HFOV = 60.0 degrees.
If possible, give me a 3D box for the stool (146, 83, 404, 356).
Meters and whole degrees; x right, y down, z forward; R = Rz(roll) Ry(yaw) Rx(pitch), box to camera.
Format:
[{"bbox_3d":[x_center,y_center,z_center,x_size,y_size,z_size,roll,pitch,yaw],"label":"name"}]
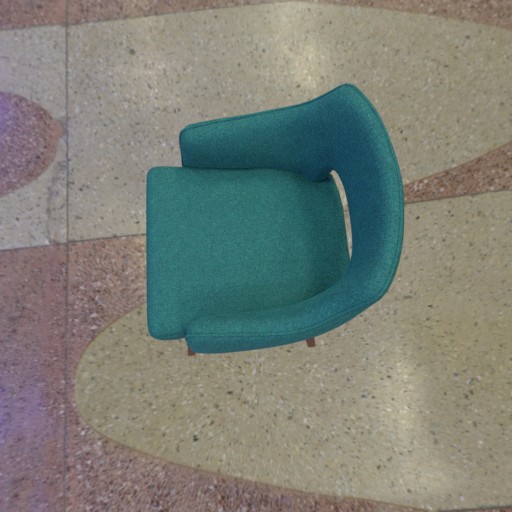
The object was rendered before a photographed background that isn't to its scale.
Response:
[{"bbox_3d":[0.000,0.000,1.265,0.556,0.961,0.548,-4,75,-1],"label":"stool"}]
